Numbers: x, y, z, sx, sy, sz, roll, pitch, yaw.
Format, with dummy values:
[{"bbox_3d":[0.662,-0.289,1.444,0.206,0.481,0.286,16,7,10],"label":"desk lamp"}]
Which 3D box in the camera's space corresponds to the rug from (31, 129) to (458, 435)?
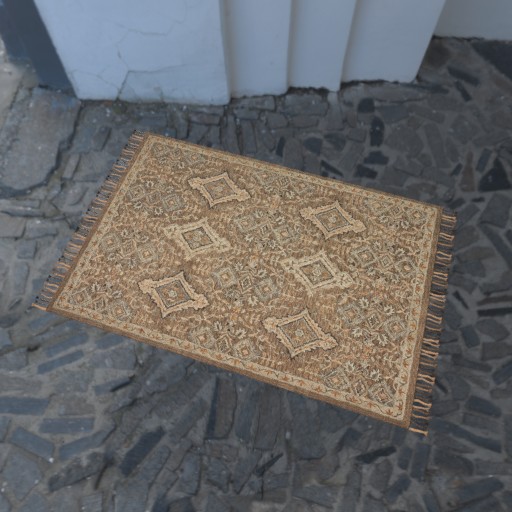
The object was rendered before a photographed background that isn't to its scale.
[{"bbox_3d":[0.000,0.000,2.899,2.434,0.010,1.516,16,64,8],"label":"rug"}]
